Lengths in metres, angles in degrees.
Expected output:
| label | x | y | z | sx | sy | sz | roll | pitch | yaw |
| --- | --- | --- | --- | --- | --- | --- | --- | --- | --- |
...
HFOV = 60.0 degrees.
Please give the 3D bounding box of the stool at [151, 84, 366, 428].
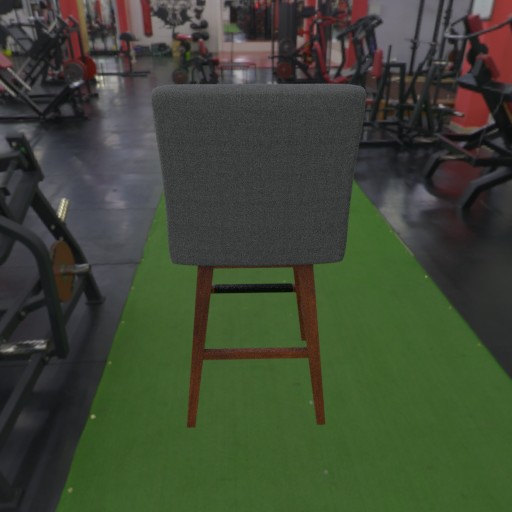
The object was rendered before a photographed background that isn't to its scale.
| label | x | y | z | sx | sy | sz | roll | pitch | yaw |
| --- | --- | --- | --- | --- | --- | --- | --- | --- | --- |
| stool | 0.000 | 0.000 | 1.255 | 0.447 | 0.977 | 0.524 | -1 | 29 | -1 |
